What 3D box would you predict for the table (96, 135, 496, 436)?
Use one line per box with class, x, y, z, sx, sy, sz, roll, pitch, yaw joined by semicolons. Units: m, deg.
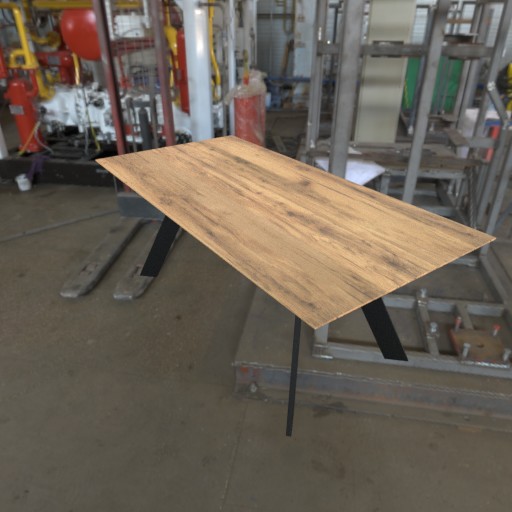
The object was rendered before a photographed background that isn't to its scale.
table;0.000;0.000;2.467;1.000;0.770;2.000;-20;35;-30
